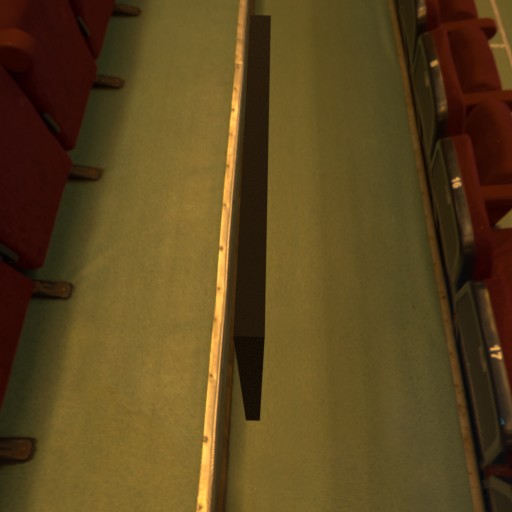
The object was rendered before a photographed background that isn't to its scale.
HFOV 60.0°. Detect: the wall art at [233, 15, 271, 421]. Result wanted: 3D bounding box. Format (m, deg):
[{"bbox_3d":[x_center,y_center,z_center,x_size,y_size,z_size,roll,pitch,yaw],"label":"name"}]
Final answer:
[{"bbox_3d":[0.000,0.000,0.753,0.029,0.559,0.457,1,62,1],"label":"wall art"}]
